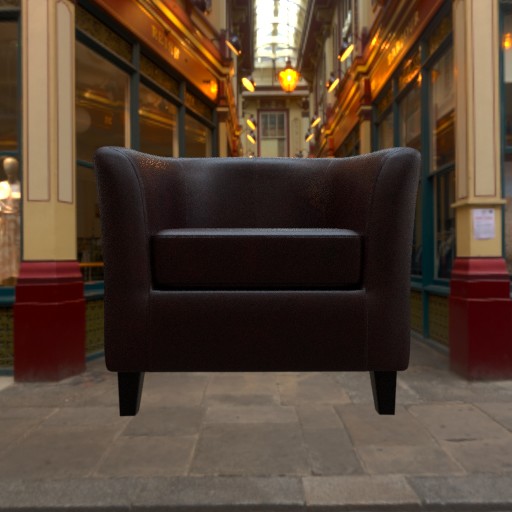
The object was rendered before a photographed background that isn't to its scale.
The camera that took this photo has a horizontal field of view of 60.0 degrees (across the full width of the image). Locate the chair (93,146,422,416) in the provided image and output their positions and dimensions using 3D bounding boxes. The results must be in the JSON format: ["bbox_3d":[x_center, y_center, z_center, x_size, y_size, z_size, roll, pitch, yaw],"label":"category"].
[{"bbox_3d":[0.000,0.000,1.383,0.792,0.756,0.727,0,0,-1],"label":"chair"}]
